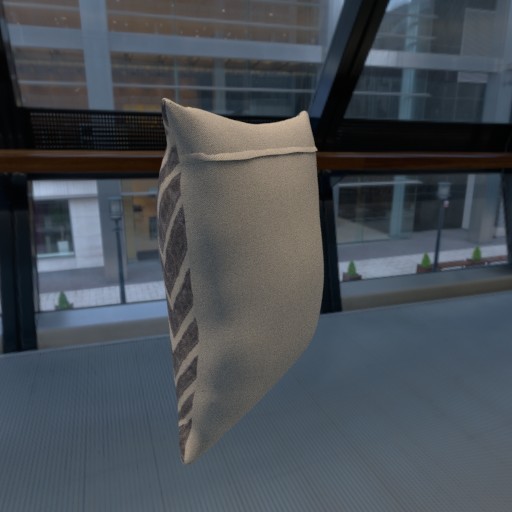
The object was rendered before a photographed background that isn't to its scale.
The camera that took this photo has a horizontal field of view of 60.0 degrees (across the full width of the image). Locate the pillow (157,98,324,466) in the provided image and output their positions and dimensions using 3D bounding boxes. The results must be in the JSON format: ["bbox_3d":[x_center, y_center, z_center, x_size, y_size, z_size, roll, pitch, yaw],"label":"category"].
[{"bbox_3d":[0.000,0.000,0.678,0.182,0.441,0.440,7,17,24],"label":"pillow"}]
